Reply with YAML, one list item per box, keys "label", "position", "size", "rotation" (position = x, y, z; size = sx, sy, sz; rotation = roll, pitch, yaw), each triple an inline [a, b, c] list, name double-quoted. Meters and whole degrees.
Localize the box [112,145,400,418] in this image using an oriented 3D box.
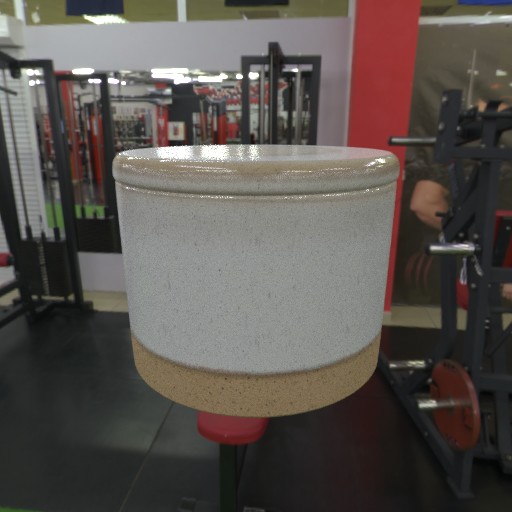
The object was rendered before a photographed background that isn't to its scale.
- label: "box"
  position: [0.000, 0.000, 0.264]
  size: [0.154, 0.123, 0.154]
  rotation: [0, 17, 0]
